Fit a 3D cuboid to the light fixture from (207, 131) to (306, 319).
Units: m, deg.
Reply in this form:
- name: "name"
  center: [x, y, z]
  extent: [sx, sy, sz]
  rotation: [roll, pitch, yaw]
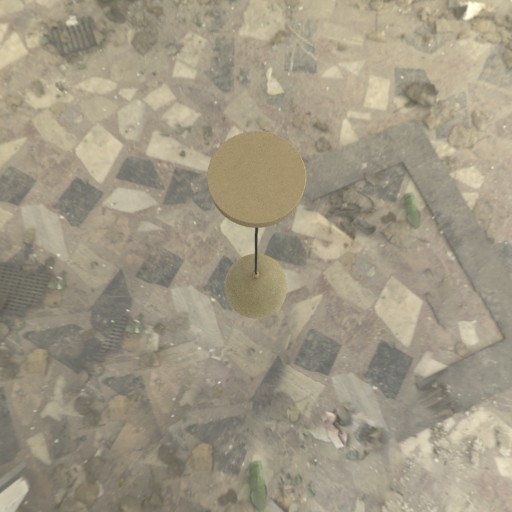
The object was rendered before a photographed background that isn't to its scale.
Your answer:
- name: "light fixture"
  center: [0.000, 0.000, 0.839]
  extent: [0.170, 0.759, 0.170]
  rotation: [-33, 79, -7]
